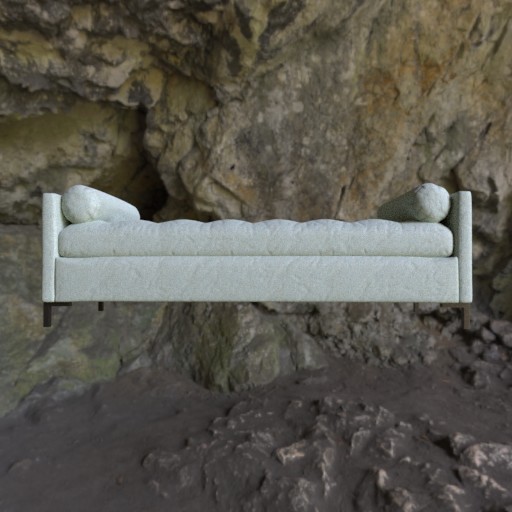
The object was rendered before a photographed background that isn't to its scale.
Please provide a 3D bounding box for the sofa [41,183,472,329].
[{"bbox_3d":[0.000,0.000,2.508,2.102,0.705,0.796,0,-1,2],"label":"sofa"}]
